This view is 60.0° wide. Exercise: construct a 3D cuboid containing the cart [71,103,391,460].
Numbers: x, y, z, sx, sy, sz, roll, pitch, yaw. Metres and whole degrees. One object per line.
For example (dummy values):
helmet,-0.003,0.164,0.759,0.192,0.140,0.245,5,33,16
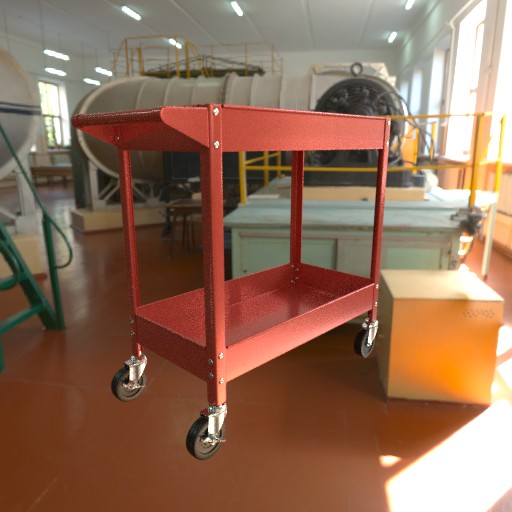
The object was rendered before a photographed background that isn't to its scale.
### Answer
cart,0.000,0.000,1.180,0.366,0.719,0.779,13,19,42
